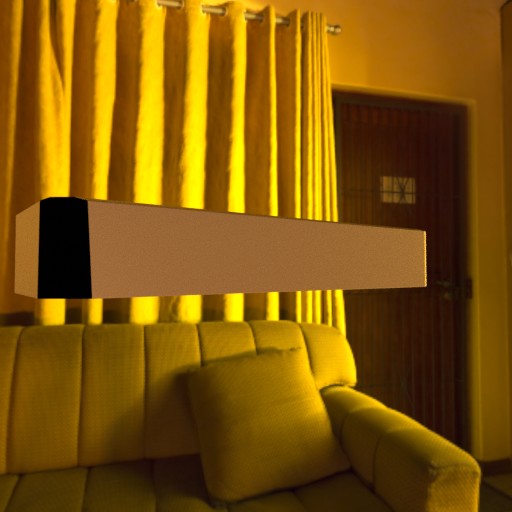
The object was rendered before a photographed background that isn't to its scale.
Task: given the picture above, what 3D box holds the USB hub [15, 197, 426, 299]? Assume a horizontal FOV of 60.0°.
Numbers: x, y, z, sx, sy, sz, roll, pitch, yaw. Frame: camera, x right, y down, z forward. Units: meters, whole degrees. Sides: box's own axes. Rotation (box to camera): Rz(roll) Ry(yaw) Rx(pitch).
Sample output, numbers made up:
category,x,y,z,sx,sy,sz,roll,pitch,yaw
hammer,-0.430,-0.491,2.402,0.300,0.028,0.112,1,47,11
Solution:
category,x,y,z,sx,sy,sz,roll,pitch,yaw
USB hub,0.000,0.000,0.155,0.145,0.023,0.044,1,-2,-37
